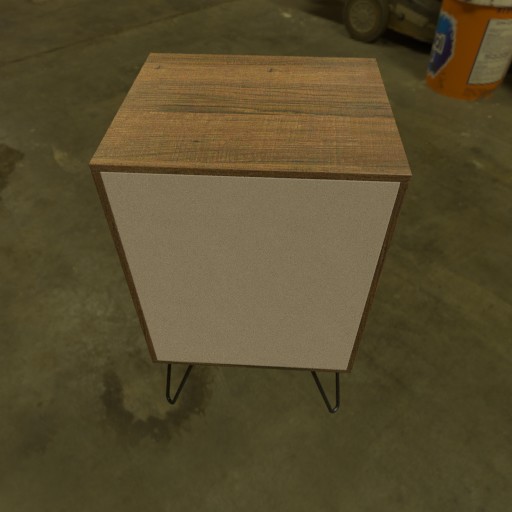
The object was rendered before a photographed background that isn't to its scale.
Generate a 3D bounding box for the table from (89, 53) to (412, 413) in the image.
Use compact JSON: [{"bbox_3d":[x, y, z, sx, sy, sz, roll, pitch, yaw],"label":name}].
[{"bbox_3d":[0.000,0.000,1.177,0.526,0.866,0.457,2,46,2],"label":"table"}]
